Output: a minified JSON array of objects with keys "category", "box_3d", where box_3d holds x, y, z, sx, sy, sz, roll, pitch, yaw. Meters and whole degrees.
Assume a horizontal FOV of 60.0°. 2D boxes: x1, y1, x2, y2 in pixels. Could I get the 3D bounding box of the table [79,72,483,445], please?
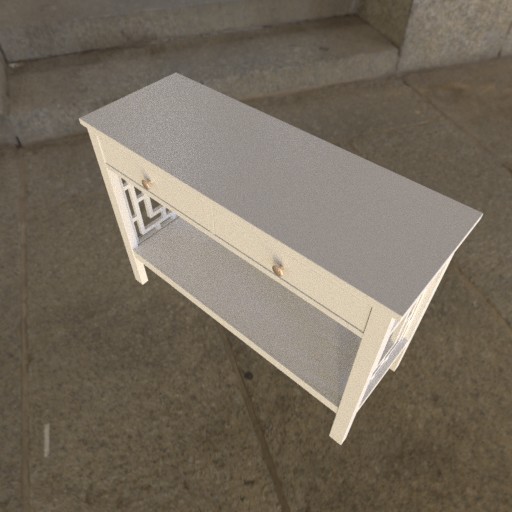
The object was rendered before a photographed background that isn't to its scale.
[{"category":"table","box_3d":[0.000,0.000,1.452,1.068,0.753,0.397,33,56,26]}]
